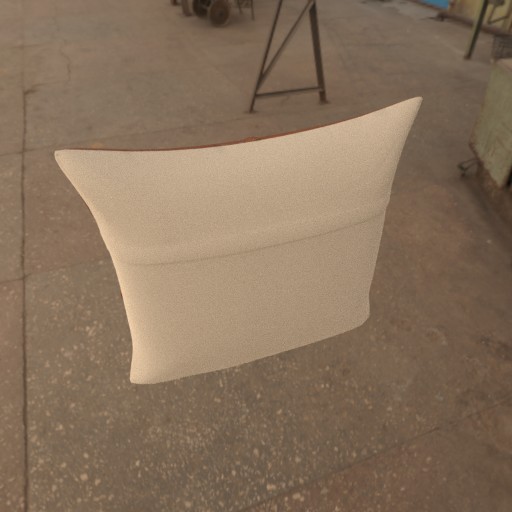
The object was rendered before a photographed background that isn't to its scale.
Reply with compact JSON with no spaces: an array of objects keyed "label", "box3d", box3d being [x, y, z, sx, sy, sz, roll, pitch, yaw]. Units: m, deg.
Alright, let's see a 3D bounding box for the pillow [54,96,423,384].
[{"label":"pillow","box3d":[0.000,0.000,0.733,0.501,0.477,0.192,-13,43,-14]}]
